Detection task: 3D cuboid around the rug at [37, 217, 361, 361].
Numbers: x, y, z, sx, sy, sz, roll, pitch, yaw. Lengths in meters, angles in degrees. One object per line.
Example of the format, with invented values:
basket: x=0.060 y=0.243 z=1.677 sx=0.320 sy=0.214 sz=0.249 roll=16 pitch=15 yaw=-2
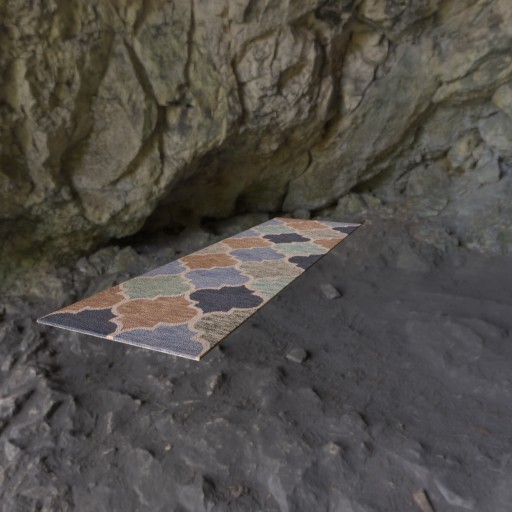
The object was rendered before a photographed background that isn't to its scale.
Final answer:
rug: x=0.000 y=0.000 z=2.459 sx=0.687 sy=0.011 sz=2.287 roll=7 pitch=17 yaw=24
